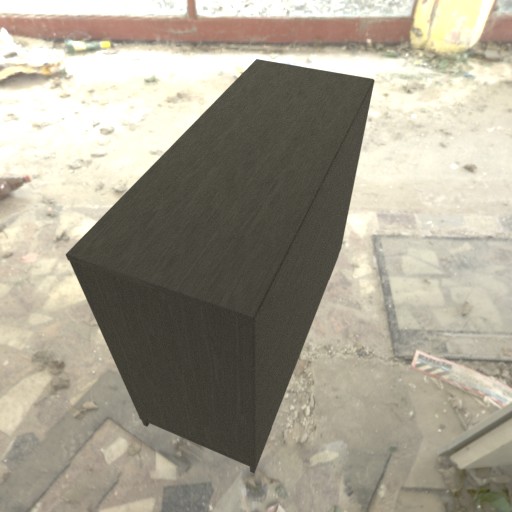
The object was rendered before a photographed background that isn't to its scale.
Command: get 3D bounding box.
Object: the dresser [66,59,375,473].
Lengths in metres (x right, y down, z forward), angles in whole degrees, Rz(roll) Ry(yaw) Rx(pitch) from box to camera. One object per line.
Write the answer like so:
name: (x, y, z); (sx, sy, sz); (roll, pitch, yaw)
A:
dresser: (0.000, 0.000, 1.430); (0.404, 0.816, 0.994); (17, 49, 15)
